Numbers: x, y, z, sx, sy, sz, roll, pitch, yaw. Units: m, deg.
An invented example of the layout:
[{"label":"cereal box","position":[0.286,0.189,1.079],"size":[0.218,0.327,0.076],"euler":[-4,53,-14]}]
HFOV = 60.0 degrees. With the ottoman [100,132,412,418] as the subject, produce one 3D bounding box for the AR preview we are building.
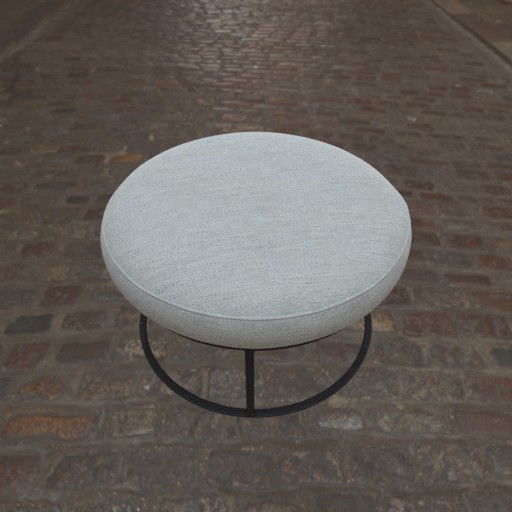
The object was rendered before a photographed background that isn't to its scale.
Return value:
[{"label":"ottoman","position":[0.000,0.000,1.224],"size":[0.769,0.459,0.769],"euler":[0,42,0]}]
